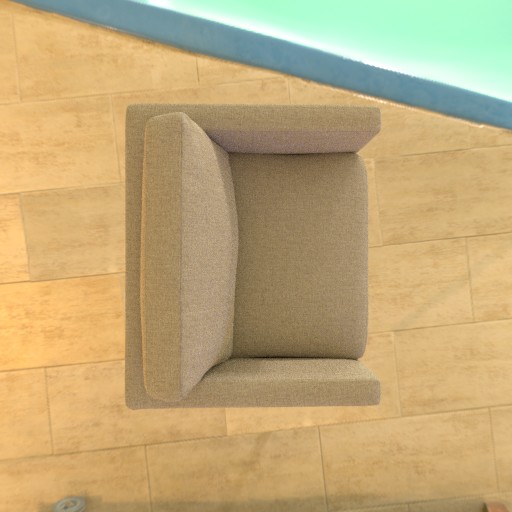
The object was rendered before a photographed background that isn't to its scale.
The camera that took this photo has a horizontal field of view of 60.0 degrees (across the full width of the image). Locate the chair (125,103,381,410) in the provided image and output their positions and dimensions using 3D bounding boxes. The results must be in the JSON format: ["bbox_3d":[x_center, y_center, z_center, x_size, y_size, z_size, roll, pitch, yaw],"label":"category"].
[{"bbox_3d":[0.000,0.000,1.851,0.959,0.961,1.107,0,90,-1],"label":"chair"}]
